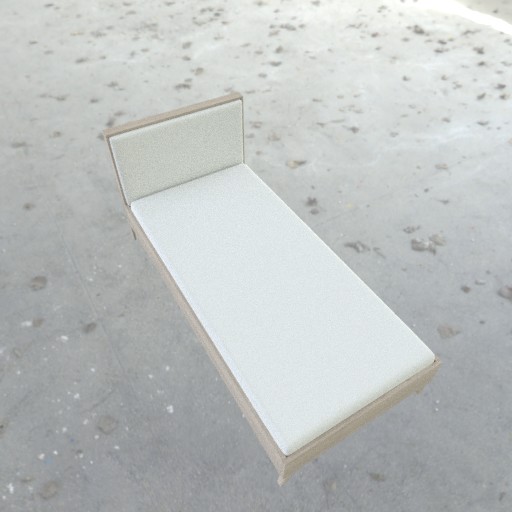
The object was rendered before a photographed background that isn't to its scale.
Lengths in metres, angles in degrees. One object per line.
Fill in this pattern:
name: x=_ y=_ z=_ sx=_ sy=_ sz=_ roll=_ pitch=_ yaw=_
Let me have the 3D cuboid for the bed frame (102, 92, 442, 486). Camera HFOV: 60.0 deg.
bed frame: x=0.000 y=0.000 z=2.690 sx=0.990 sy=0.920 sz=2.140 roll=-24 pitch=51 yaw=-21
